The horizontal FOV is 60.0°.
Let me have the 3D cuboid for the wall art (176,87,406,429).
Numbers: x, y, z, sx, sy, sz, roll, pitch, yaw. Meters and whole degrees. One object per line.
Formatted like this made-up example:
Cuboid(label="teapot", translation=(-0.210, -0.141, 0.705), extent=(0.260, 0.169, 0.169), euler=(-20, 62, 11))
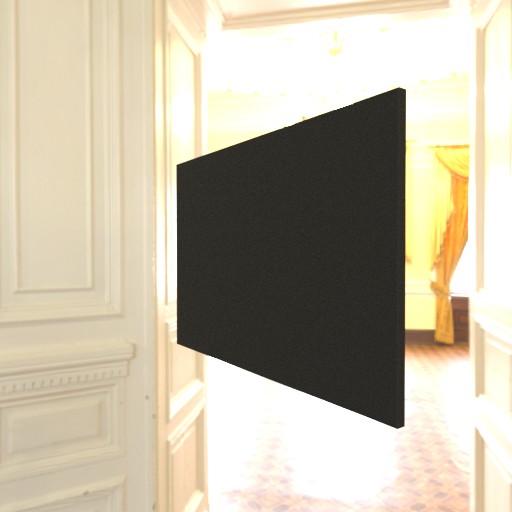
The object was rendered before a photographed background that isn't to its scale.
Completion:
Cuboid(label="wall art", translation=(0.000, 0.000, 1.250), extent=(0.049, 0.659, 0.964), euler=(-1, 1, -34))
